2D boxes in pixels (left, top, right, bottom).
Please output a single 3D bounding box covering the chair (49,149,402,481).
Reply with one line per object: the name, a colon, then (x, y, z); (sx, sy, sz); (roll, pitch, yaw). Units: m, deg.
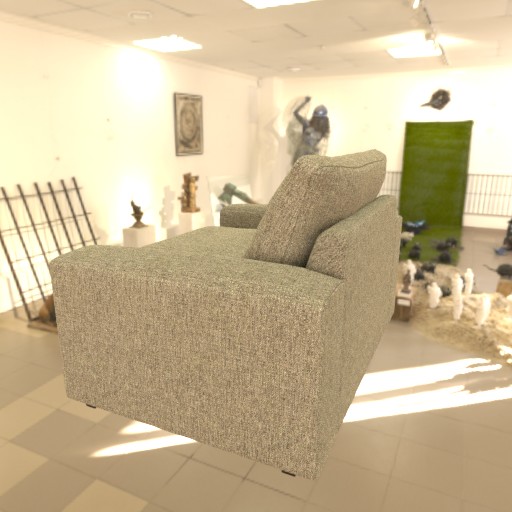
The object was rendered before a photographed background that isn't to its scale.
chair: (0.000, 0.000, 1.951); (1.039, 0.915, 1.398); (7, 17, 24)
